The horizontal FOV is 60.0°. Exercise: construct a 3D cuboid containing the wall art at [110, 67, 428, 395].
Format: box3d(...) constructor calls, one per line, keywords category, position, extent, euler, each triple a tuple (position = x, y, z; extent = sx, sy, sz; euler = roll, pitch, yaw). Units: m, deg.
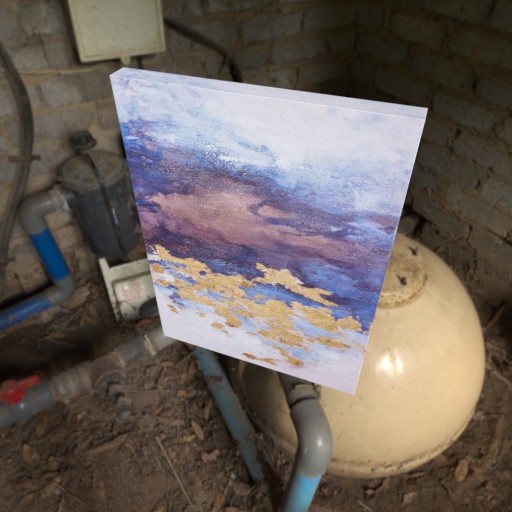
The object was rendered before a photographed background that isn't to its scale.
box3d(category="wall art", position=(0.000, 0.000, 0.779), extent=(0.437, 0.581, 0.036), euler=(14, 42, 16))
